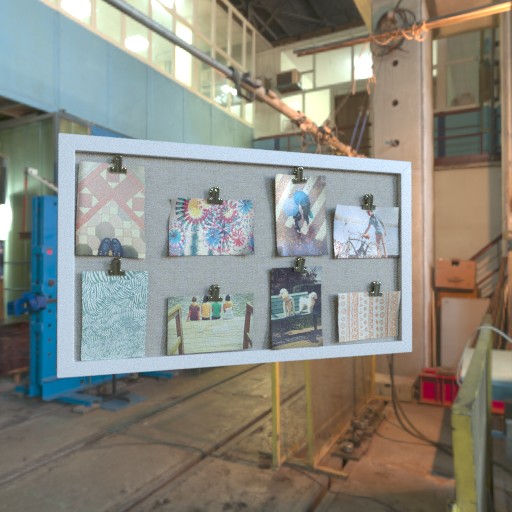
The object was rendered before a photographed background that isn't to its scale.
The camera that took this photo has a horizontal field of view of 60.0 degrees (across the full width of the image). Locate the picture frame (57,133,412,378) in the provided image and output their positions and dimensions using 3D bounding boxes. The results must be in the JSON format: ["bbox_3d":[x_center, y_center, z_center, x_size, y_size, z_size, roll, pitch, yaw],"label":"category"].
[{"bbox_3d":[0.000,0.000,0.789,0.647,0.379,0.044,0,-1,-18],"label":"picture frame"}]
